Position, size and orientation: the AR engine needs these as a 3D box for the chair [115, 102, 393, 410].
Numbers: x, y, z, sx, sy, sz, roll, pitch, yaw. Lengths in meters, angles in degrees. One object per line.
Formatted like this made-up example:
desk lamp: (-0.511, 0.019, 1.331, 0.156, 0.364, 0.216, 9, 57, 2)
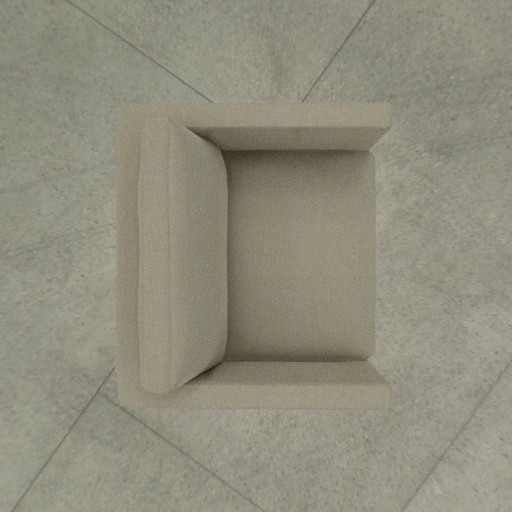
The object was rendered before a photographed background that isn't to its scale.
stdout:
chair: (0.000, 0.000, 1.740, 0.949, 0.863, 1.057, 0, 90, 1)
